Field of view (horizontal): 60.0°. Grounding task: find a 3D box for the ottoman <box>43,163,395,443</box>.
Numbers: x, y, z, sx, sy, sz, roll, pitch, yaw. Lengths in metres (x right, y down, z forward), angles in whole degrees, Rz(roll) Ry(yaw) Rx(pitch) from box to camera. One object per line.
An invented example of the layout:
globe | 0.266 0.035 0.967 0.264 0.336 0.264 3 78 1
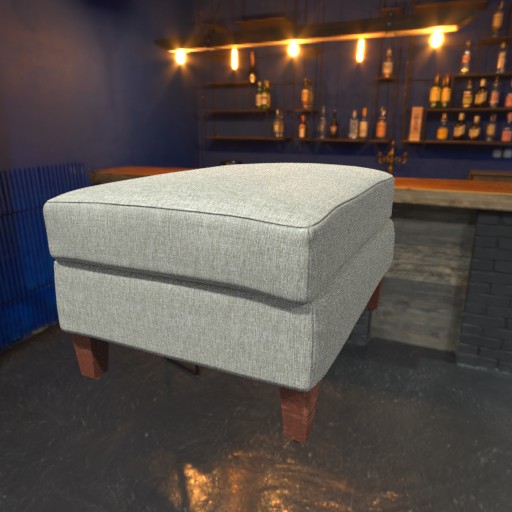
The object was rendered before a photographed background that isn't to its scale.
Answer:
ottoman | 0.000 0.000 1.226 0.639 0.494 0.873 7 18 24
